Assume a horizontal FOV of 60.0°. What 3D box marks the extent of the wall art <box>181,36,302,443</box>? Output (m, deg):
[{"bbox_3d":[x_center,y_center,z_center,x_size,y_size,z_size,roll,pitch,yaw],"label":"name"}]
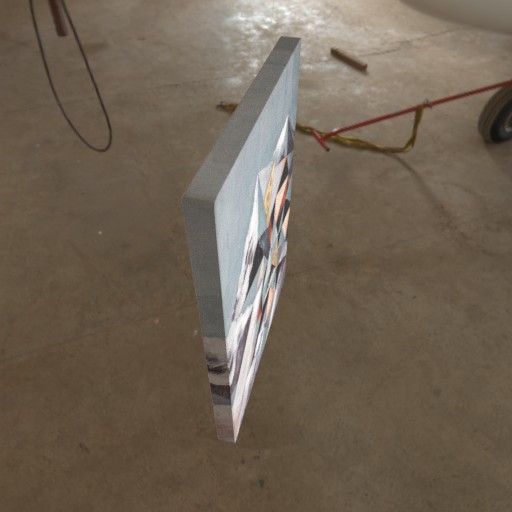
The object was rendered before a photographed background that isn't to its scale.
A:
[{"bbox_3d":[0.000,0.000,0.814,0.037,0.613,0.455,11,47,10],"label":"wall art"}]
